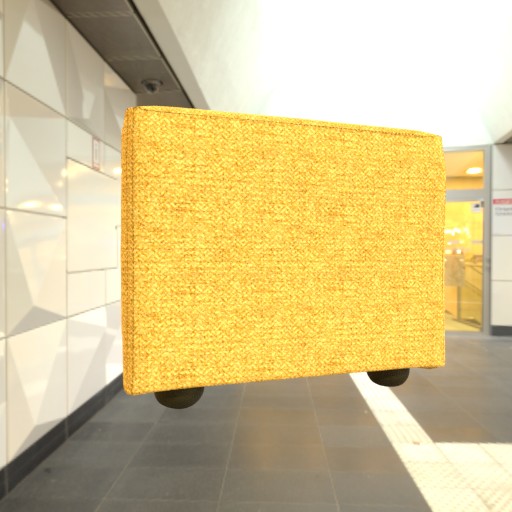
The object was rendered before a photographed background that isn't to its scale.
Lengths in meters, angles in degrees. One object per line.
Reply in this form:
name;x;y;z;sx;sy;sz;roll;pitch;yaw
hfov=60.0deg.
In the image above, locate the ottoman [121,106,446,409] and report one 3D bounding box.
ottoman;0.000;0.000;0.875;0.512;0.441;0.505;0;1;-17
